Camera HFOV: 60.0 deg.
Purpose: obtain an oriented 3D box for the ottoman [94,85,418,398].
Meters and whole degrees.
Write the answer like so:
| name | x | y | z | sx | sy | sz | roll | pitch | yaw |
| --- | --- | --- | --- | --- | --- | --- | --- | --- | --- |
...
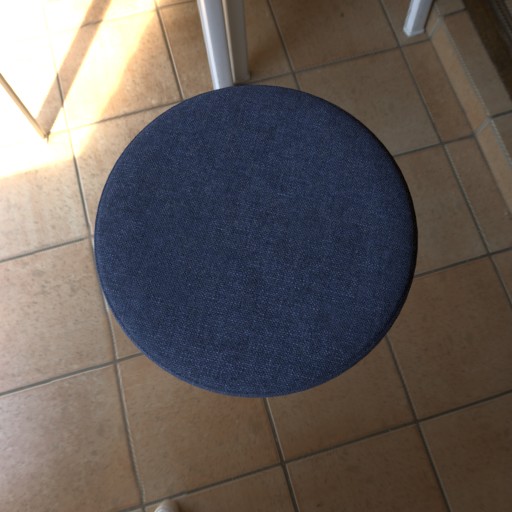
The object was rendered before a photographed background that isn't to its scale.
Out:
| name | x | y | z | sx | sy | sz | roll | pitch | yaw |
| --- | --- | --- | --- | --- | --- | --- | --- | --- | --- |
| ottoman | 0.000 | 0.000 | 0.884 | 0.520 | 0.430 | 0.520 | 0 | 76 | 0 |
